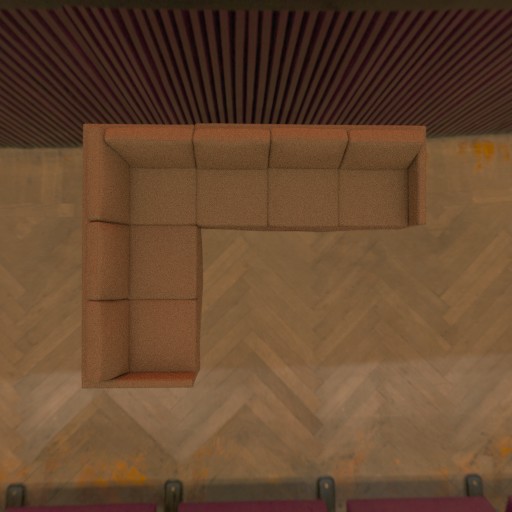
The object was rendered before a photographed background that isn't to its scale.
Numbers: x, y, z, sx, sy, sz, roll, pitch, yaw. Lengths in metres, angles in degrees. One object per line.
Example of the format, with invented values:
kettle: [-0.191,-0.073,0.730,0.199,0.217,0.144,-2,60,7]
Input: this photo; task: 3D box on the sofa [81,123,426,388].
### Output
sofa: [0.000,0.000,4.316,3.182,0.871,2.432,0,90,-2]
